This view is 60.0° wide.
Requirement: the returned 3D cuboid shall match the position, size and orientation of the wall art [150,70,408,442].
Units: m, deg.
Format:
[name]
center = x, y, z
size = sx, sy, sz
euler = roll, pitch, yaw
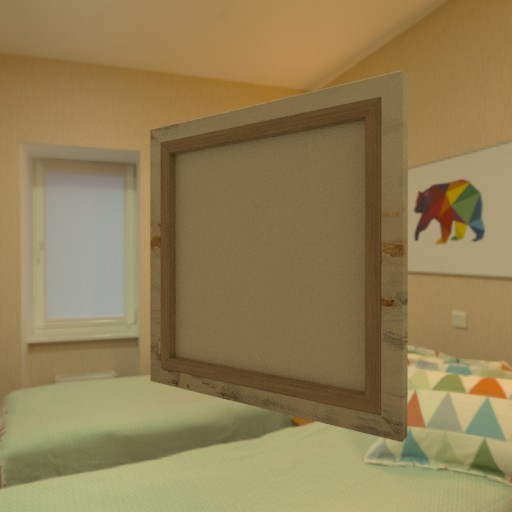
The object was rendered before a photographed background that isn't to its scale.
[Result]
[wall art]
center = 0.000, 0.000, 1.130
size = 0.753, 0.755, 0.038
euler = 0, 0, 35
